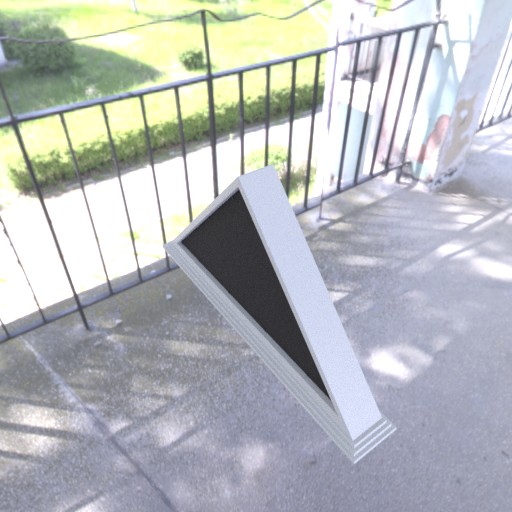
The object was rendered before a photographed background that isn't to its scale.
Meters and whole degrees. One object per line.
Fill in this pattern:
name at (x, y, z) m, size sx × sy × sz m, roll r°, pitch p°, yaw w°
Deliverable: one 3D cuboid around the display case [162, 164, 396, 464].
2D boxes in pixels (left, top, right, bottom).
display case at (0.000, 0.000, 0.780) m, size 0.095 × 0.340 × 0.640 m, roll -25°, pitch 46°, yaw -26°
